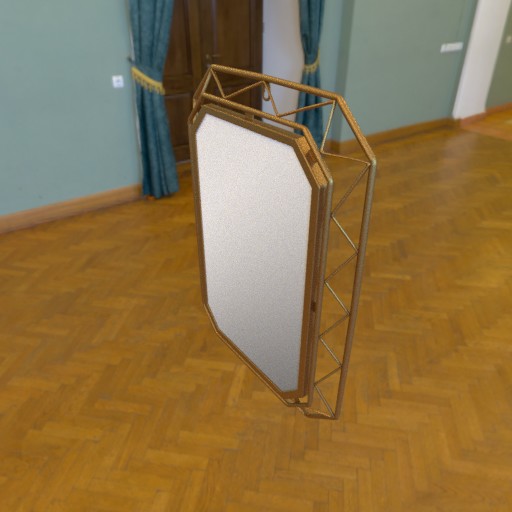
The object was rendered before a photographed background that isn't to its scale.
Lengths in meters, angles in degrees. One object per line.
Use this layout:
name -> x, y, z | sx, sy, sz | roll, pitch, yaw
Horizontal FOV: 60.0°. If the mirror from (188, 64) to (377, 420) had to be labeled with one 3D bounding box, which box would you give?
mirror -> 0.000, 0.000, 0.741 | 0.042, 0.566, 0.417 | -21, 37, -30
